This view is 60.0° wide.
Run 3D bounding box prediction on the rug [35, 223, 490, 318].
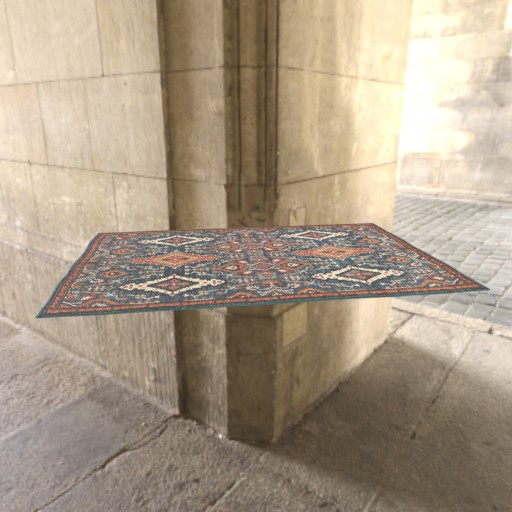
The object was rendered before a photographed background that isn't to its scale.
[{"bbox_3d":[0.000,0.000,3.006,2.373,0.009,1.622,-3,18,-8],"label":"rug"}]
